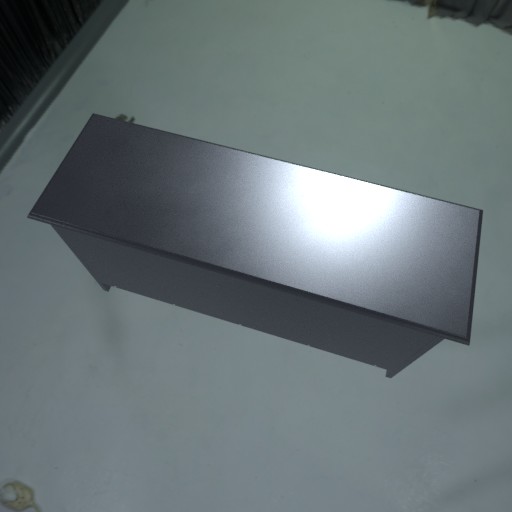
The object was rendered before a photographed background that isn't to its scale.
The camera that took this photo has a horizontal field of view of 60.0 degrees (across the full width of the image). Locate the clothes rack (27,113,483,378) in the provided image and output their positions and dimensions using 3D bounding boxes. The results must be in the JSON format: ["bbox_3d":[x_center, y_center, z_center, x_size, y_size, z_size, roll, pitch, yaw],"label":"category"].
[{"bbox_3d":[0.000,0.000,1.486,1.219,0.556,0.406,16,65,8],"label":"clothes rack"}]
